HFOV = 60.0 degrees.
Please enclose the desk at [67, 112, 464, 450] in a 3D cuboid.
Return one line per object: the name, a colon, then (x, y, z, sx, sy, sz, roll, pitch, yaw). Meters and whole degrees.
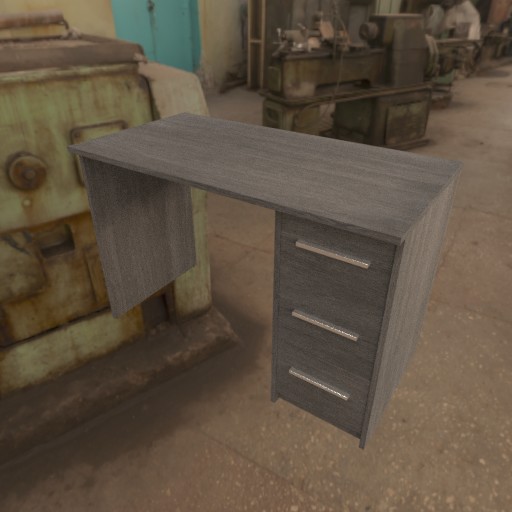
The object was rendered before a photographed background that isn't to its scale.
desk: (0.000, 0.000, 1.556, 1.097, 0.735, 0.560, 19, 36, 29)
